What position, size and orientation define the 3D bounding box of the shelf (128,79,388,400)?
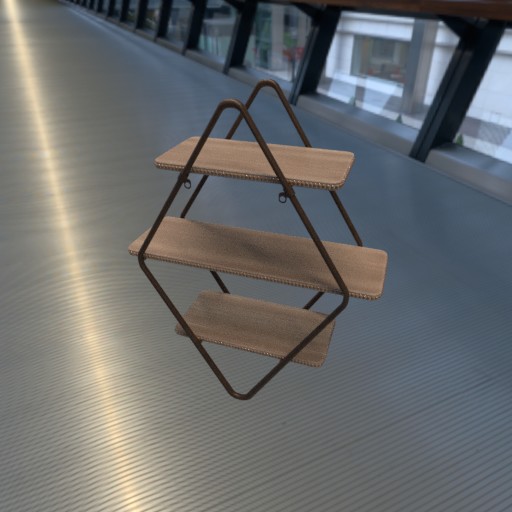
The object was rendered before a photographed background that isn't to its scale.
[{"bbox_3d":[0.000,0.000,1.075,0.609,0.774,0.234,10,32,16],"label":"shelf"}]
